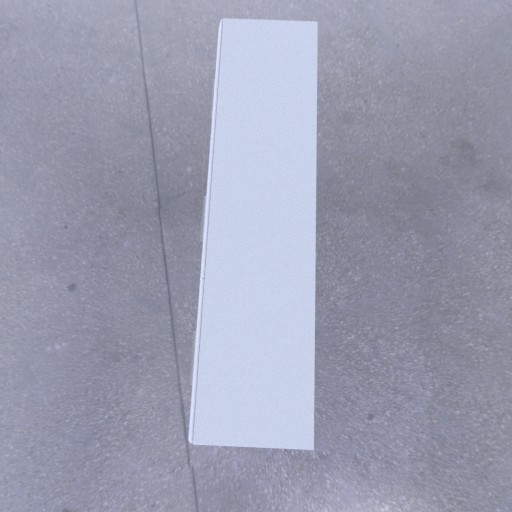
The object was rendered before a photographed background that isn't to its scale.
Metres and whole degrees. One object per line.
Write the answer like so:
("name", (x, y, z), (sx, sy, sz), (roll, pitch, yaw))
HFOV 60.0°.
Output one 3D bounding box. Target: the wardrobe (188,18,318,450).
("wardrobe", (0.000, 0.000, 1.911), (0.360, 1.200, 1.340), (2, 76, 1))
